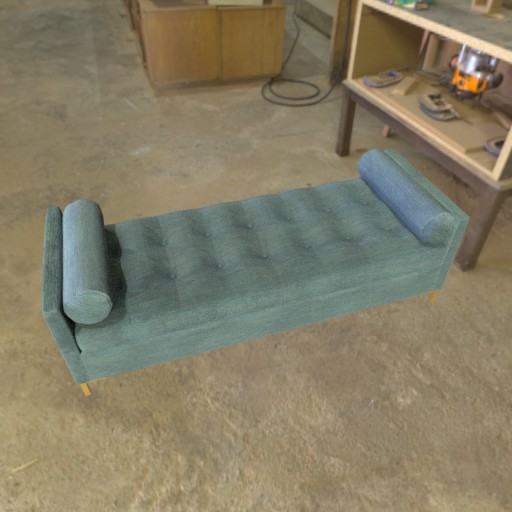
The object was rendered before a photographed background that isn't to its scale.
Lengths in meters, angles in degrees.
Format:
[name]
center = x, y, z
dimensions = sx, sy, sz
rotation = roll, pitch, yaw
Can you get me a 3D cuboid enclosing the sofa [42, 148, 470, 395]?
[sofa]
center = 0.000, 0.000, 2.497
dimensions = 2.102, 0.705, 0.796
rotation = -12, 44, -13
